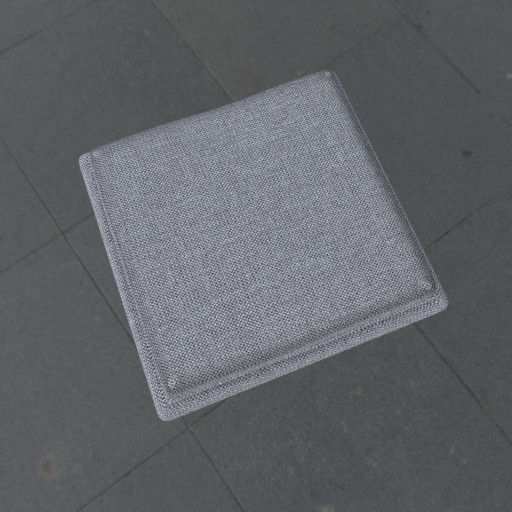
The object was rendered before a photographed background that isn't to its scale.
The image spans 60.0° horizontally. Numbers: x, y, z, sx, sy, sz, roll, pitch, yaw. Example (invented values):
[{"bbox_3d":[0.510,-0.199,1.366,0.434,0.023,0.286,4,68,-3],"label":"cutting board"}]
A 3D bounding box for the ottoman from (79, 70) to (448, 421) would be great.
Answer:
[{"bbox_3d":[0.000,0.000,0.848,0.454,0.487,0.436,-21,77,-5],"label":"ottoman"}]
